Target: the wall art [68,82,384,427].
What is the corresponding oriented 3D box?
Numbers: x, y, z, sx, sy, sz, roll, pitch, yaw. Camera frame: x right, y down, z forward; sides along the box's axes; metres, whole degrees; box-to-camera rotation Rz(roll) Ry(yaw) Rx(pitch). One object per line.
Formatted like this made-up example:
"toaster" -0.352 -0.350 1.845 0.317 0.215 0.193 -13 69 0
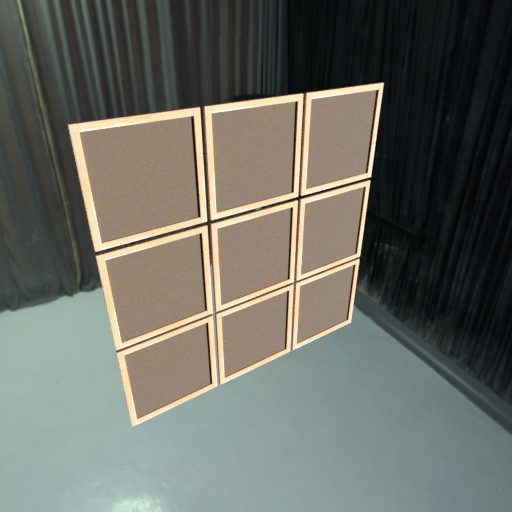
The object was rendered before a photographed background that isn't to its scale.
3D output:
"wall art" 0.000 0.000 1.794 1.216 1.218 0.013 -18 35 -28
